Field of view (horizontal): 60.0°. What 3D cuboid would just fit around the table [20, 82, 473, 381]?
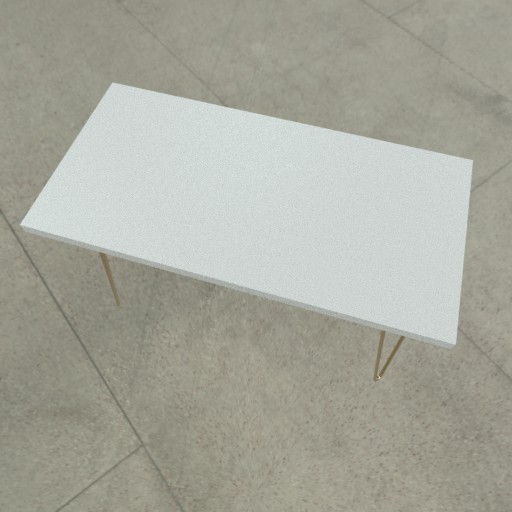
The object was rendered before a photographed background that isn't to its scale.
[{"bbox_3d":[0.000,0.000,1.360,0.991,0.660,0.498,15,63,8],"label":"table"}]
